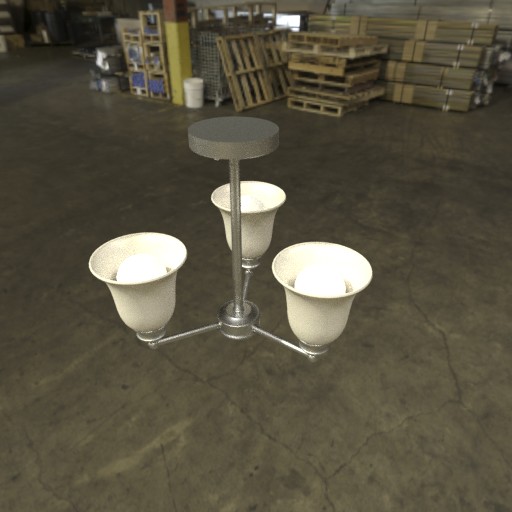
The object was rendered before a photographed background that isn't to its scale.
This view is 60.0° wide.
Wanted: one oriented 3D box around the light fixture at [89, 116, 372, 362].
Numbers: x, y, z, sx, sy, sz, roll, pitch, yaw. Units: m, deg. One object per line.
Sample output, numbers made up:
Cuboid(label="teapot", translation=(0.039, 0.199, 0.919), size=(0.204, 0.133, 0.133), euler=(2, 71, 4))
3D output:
Cuboid(label="light fixture", translation=(0.000, 0.000, 0.665), size=(0.354, 0.370, 0.388), euler=(21, 38, 30))
